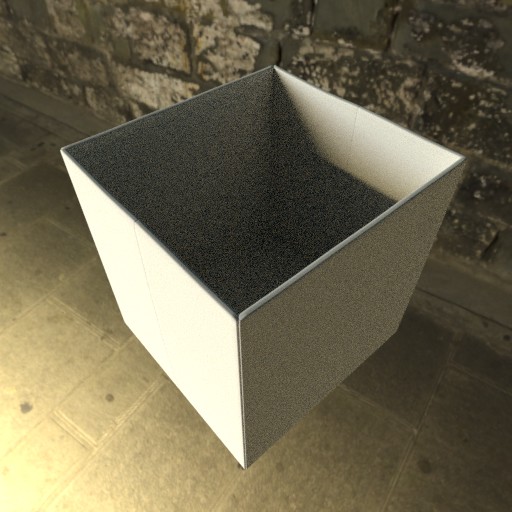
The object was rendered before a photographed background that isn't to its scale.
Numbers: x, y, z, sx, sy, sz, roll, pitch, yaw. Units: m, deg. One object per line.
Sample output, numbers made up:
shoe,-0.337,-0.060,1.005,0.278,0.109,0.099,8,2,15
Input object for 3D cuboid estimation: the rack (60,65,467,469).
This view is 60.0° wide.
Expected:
rack,0.000,0.000,0.500,0.270,0.280,0.270,-33,55,-27
